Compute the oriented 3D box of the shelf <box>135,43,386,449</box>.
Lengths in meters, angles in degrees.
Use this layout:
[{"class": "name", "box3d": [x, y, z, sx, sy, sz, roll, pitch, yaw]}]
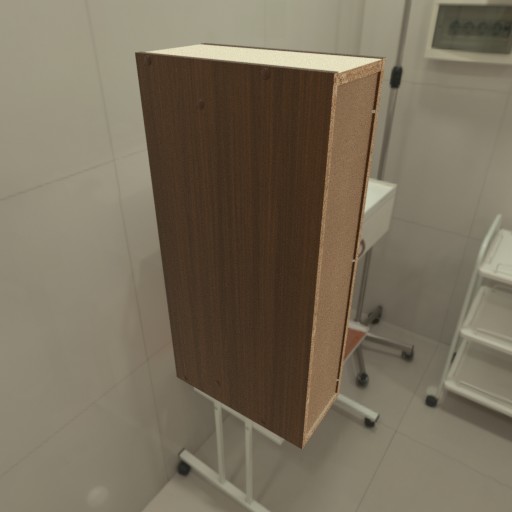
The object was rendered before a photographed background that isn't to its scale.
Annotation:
[{"class": "shelf", "box3d": [0.000, 0.000, 0.721, 0.290, 0.600, 0.147, 20, 36, 29]}]
